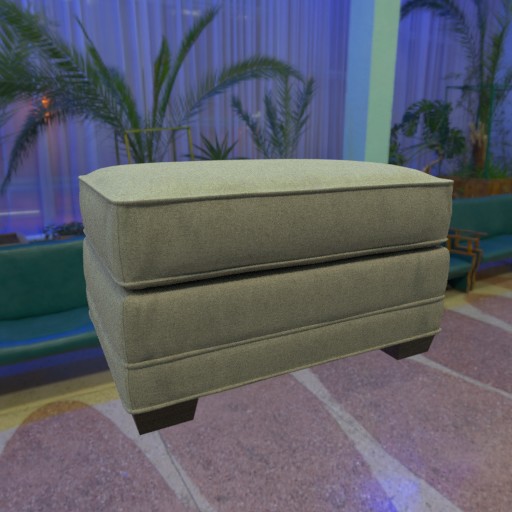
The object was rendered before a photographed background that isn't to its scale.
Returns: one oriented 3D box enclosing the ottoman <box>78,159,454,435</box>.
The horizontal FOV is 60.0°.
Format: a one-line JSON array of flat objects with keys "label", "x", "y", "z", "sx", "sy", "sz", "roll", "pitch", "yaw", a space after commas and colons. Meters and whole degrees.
[{"label": "ottoman", "x": 0.000, "y": 0.000, "z": 1.208, "sx": 0.848, "sy": 0.508, "sz": 0.611, "roll": -7, "pitch": 17, "yaw": -26}]
